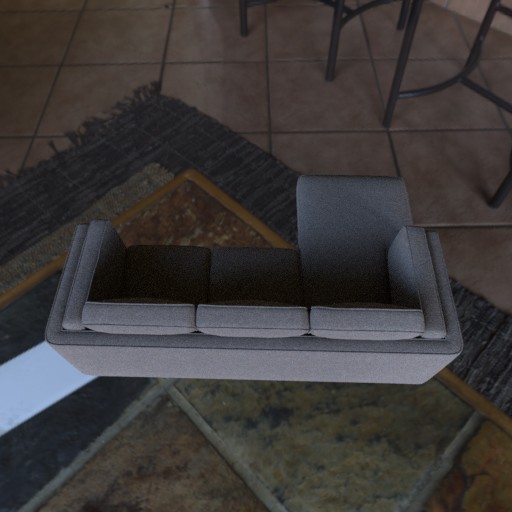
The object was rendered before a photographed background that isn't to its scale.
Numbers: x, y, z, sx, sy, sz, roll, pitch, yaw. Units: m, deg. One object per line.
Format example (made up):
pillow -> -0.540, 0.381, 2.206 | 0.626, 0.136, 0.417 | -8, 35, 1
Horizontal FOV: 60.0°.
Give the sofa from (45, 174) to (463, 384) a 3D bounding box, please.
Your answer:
sofa -> 0.000, 0.000, 3.145 | 2.411, 0.929, 1.604 | 1, 58, 1
